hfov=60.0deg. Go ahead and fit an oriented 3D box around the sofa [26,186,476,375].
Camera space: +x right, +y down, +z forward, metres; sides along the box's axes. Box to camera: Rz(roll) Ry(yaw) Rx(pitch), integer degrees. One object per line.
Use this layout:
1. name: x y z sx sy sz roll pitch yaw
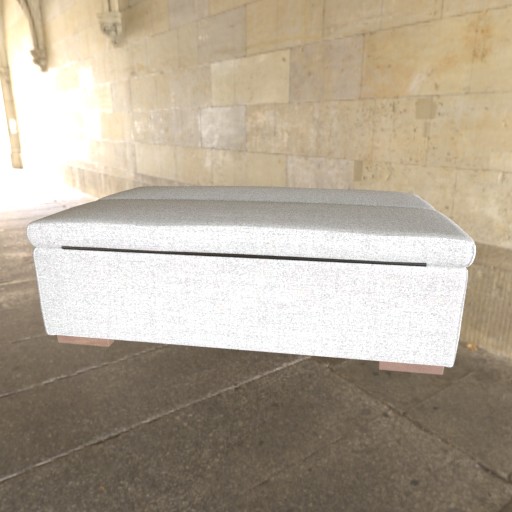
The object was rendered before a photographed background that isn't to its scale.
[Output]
1. sofa: 0.000 0.000 1.620 1.250 0.434 0.817 3 17 9
